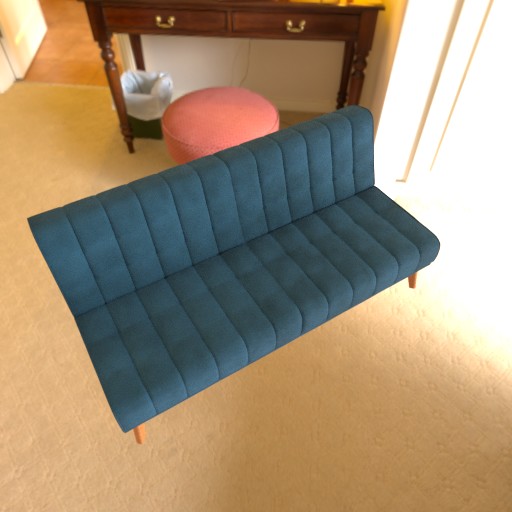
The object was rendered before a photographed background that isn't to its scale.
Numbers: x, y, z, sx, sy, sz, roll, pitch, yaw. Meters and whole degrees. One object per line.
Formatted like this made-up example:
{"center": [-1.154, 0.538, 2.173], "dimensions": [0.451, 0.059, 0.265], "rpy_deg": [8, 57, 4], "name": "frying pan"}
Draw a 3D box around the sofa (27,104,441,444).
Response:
{"center": [0.000, 0.000, 2.257], "dimensions": [1.804, 0.813, 0.855], "rpy_deg": [-25, 53, -20], "name": "sofa"}
